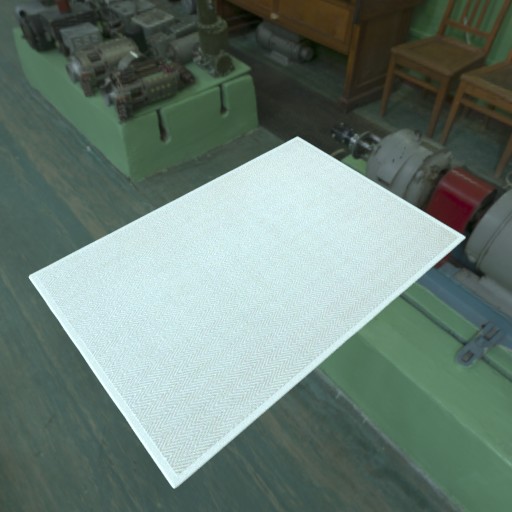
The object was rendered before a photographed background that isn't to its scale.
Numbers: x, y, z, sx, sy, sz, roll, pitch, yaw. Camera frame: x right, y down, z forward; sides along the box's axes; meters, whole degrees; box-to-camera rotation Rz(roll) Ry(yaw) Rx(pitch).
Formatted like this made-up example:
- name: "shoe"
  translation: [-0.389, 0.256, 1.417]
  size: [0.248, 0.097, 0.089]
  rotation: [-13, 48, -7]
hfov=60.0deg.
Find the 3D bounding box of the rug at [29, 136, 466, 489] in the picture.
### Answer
- name: "rug"
  translation: [0.000, 0.000, 2.730]
  size: [2.244, 0.017, 1.532]
  rotation: [-33, 56, -26]
